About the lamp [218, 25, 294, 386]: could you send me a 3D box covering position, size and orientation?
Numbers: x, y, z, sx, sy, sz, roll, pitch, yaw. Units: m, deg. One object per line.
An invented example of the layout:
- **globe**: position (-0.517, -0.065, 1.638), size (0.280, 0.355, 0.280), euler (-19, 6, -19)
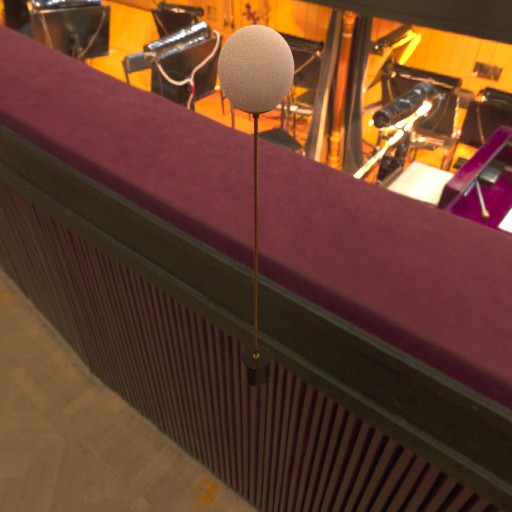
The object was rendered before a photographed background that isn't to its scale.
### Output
- **lamp**: position (0.000, 0.000, 1.835), size (0.229, 1.748, 0.229), euler (28, 49, 27)
